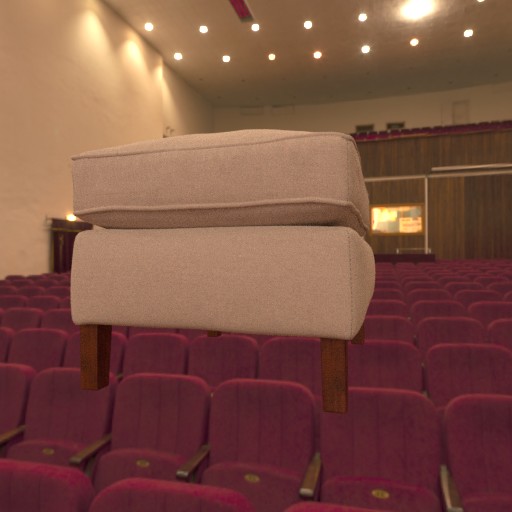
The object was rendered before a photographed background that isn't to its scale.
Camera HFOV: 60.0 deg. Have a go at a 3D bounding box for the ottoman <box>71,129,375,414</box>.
[{"bbox_3d":[0.000,0.000,0.973,0.501,0.456,0.665,0,-1,16],"label":"ottoman"}]
